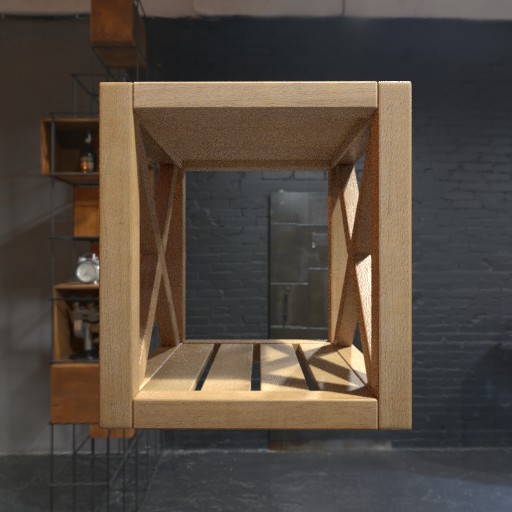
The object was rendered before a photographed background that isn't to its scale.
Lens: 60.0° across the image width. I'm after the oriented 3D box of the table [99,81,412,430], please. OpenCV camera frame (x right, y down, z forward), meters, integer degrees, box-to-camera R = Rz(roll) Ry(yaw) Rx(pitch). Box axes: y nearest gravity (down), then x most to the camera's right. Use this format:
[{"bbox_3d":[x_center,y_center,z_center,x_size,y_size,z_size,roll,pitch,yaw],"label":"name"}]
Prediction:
[{"bbox_3d":[0.000,0.000,1.052,0.558,0.610,0.559,0,0,0],"label":"table"}]
